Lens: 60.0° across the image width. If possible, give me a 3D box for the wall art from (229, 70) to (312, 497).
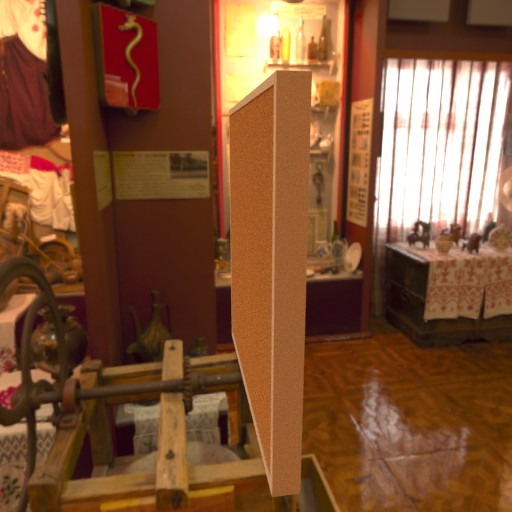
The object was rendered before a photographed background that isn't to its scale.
[{"bbox_3d":[0.000,0.000,0.750,0.037,0.508,0.508,-2,14,-9],"label":"wall art"}]
